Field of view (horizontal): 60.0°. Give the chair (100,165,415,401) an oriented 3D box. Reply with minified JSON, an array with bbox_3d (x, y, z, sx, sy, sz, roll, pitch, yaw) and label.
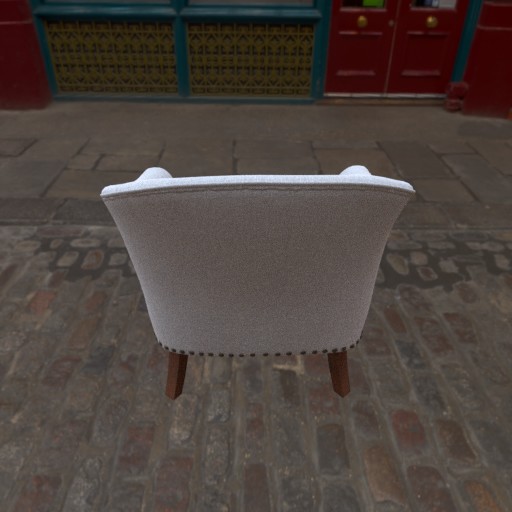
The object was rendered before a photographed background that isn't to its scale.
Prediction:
[{"bbox_3d":[0.000,0.000,1.428,0.798,0.815,0.704,0,32,-1],"label":"chair"}]
